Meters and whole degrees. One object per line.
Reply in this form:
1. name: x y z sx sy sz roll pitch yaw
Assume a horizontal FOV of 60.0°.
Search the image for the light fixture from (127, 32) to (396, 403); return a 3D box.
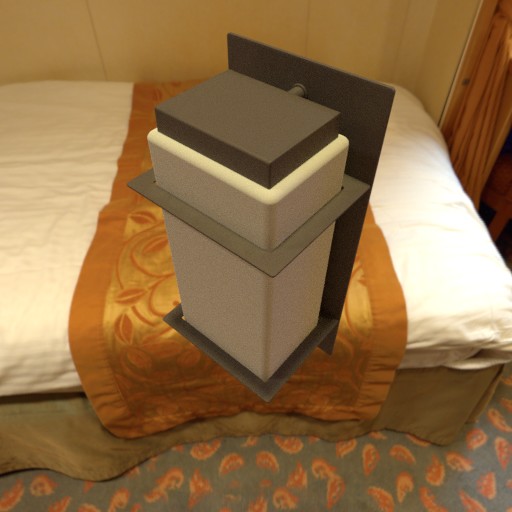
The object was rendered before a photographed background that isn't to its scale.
1. light fixture: 0.000 0.000 0.430 0.153 0.347 0.146 32 55 26
